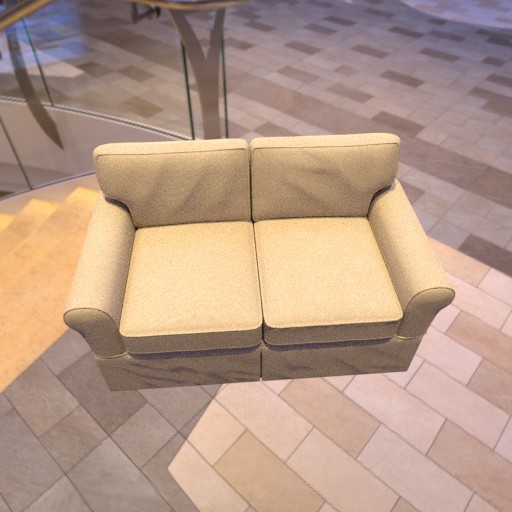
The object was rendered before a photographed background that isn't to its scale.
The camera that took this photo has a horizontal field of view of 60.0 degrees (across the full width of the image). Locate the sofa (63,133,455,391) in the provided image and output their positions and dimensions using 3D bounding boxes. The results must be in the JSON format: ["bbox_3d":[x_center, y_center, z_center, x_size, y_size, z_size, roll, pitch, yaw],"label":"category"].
[{"bbox_3d":[0.000,0.000,2.347,1.727,0.940,0.991,-3,45,-3],"label":"sofa"}]
